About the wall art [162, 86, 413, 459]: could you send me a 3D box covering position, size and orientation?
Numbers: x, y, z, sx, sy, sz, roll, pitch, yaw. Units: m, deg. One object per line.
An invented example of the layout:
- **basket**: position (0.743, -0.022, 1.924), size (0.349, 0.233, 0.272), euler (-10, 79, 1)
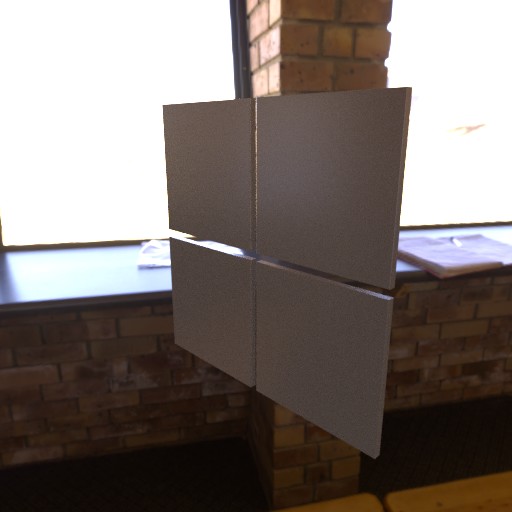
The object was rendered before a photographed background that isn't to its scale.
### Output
- **wall art**: position (0.000, 0.000, 1.661), size (0.029, 1.118, 1.118), euler (-15, 22, -42)
